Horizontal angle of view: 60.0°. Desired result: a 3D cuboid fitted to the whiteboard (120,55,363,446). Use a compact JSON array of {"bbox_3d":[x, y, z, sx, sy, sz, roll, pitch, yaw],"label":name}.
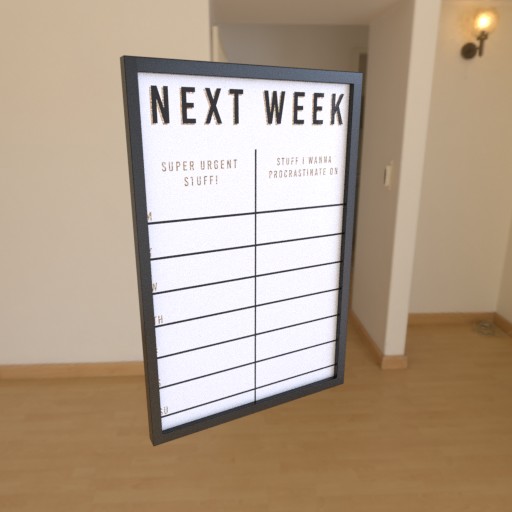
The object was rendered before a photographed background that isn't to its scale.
[{"bbox_3d":[0.000,0.000,0.767,0.406,0.611,0.026,-9,18,-27],"label":"whiteboard"}]
